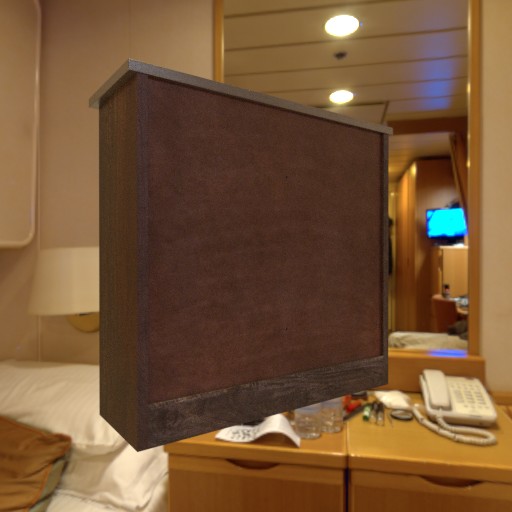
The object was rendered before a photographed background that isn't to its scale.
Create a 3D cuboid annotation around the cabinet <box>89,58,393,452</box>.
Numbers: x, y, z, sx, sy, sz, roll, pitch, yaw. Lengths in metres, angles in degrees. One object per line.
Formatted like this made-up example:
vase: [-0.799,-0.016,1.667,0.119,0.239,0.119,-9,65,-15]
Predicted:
cabinet: [0.000,0.000,1.446,0.968,0.919,0.338,0,0,-36]
